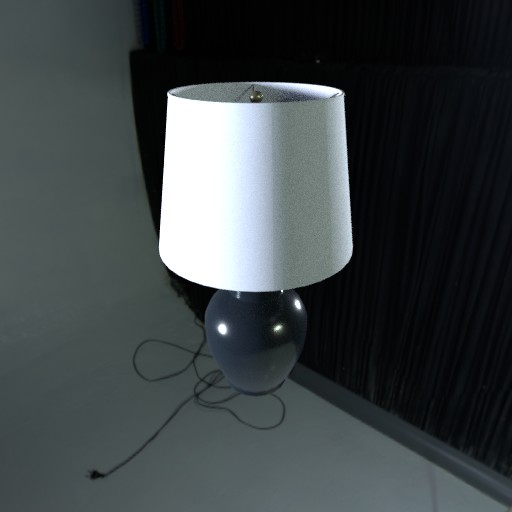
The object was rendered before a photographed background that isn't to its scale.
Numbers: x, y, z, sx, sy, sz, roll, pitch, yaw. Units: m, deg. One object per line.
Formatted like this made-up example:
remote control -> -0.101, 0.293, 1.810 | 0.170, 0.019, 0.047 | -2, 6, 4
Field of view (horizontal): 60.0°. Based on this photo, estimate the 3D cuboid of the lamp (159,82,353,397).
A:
lamp -> 0.000, 0.000, 0.568 | 0.239, 0.399, 0.239 | 0, 27, 0
